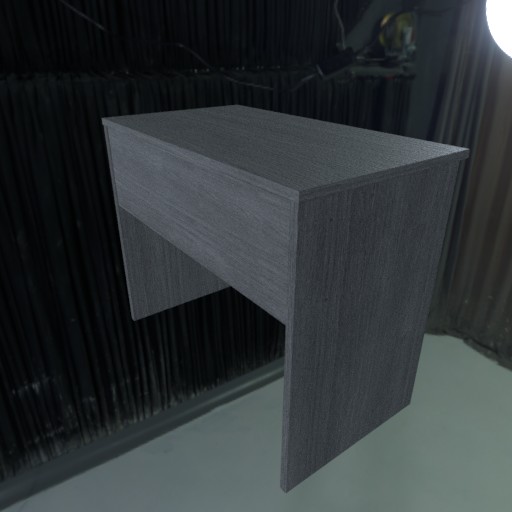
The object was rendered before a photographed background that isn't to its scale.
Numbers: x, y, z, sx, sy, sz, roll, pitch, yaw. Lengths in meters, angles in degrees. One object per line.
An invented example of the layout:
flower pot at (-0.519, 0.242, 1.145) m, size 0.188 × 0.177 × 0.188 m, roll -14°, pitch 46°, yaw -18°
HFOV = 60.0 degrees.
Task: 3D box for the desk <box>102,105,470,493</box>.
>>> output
desk at (0.000, 0.000, 1.312) m, size 0.498 × 0.724 × 0.893 m, roll -18°, pitch 32°, yaw -32°
